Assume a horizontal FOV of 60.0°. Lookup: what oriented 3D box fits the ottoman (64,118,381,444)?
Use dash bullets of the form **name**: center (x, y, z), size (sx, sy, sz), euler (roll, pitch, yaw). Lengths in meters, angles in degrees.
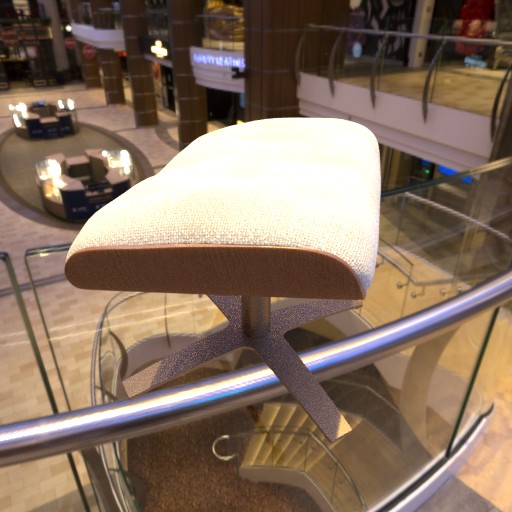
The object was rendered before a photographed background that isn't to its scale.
- **ottoman**: center (0.000, 0.000, 0.773), size (0.394, 0.391, 0.520), euler (7, 31, 12)
